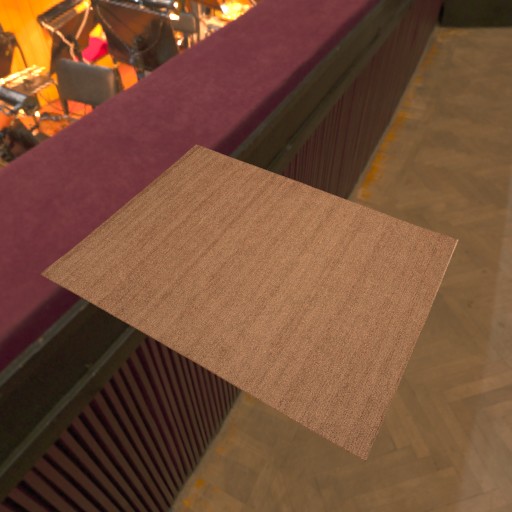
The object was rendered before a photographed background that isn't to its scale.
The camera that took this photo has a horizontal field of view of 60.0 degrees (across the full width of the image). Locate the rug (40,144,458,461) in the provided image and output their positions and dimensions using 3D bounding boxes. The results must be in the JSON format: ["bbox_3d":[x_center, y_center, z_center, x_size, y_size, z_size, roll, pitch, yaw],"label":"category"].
[{"bbox_3d":[0.000,0.000,4.974,3.778,0.053,2.873,24,52,21],"label":"rug"}]
